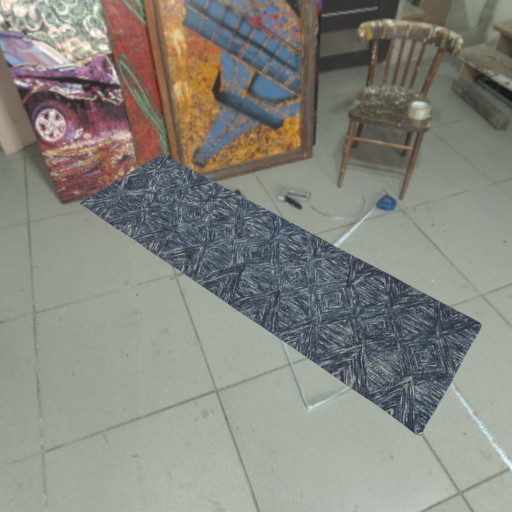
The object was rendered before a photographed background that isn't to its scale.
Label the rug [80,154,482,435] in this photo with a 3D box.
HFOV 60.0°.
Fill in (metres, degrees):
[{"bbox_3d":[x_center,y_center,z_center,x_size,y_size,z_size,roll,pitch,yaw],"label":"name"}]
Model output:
[{"bbox_3d":[0.000,0.000,2.482,2.306,0.013,0.719,31,54,26],"label":"rug"}]
